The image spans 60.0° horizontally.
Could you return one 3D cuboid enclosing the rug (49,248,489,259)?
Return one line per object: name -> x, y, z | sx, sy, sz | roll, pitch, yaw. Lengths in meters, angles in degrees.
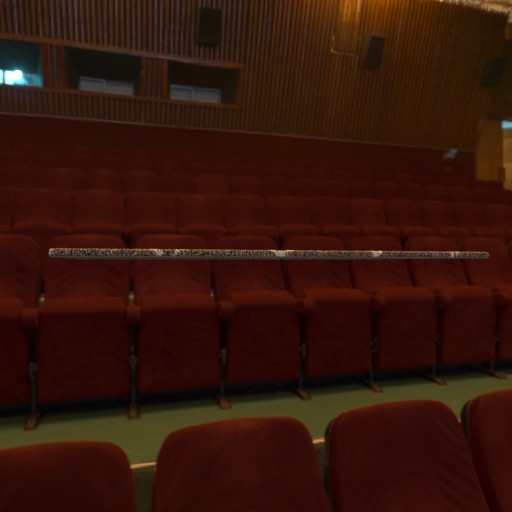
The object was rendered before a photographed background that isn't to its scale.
rug -> 0.000, 0.000, 2.258 | 1.778, 0.030, 1.219 | 0, -1, -18
